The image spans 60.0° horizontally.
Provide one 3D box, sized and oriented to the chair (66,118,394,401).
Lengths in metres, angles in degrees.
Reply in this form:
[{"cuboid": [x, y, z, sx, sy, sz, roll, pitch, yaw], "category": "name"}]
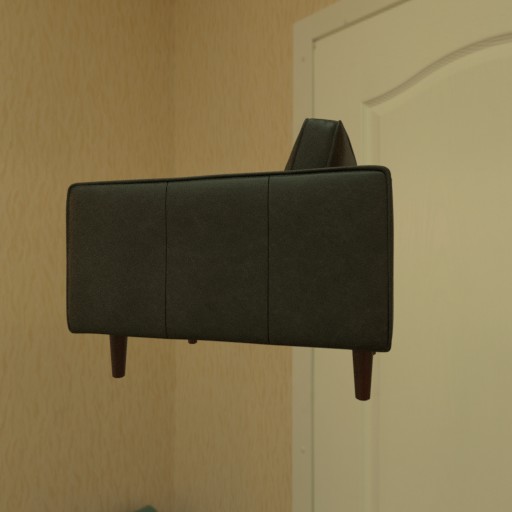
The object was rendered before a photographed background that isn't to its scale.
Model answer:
[{"cuboid": [0.000, 0.000, 1.553, 0.914, 0.763, 0.889, 0, 0, 17], "category": "chair"}]
